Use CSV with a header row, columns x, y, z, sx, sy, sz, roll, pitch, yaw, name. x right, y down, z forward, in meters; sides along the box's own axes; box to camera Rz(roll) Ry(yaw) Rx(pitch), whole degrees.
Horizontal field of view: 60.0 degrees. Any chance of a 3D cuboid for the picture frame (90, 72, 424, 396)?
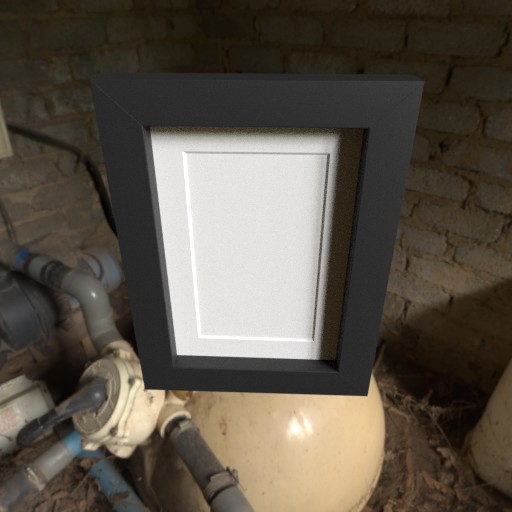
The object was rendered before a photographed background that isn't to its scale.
x,y,z,sx,sy,sz,roll,pitch,yaw,name
0.000,0.000,0.272,0.157,0.208,0.028,1,30,2,picture frame
